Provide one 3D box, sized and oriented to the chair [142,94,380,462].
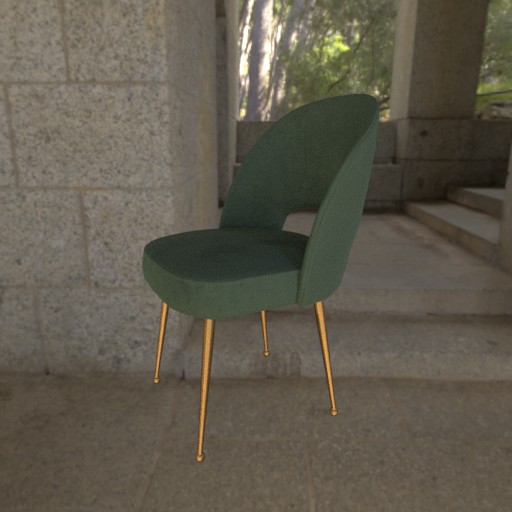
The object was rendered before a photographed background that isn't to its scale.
[{"bbox_3d":[0.000,0.000,1.222,0.577,0.860,0.527,-8,17,-26],"label":"chair"}]
